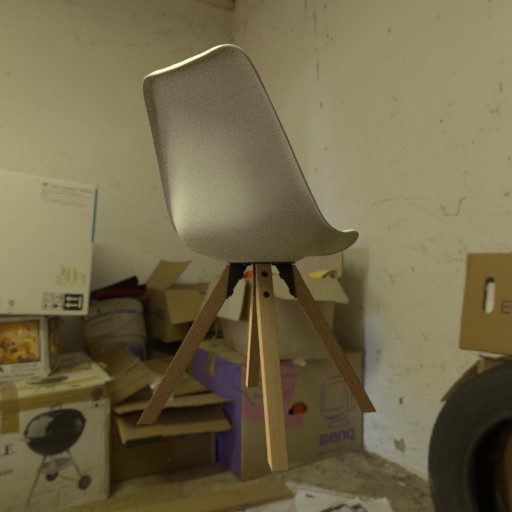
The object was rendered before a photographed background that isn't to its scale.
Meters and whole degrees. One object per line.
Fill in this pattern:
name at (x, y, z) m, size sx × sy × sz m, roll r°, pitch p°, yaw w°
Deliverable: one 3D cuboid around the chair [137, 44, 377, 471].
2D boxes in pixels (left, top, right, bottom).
chair at (0.000, 0.000, 1.159) m, size 0.485 × 0.850 × 0.550 m, roll -1°, pitch -2°, yaw 38°
